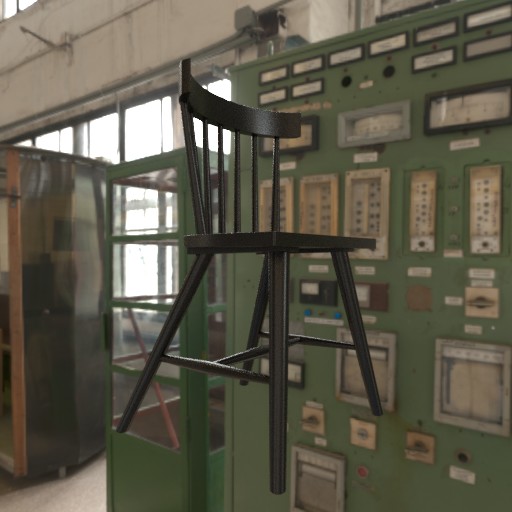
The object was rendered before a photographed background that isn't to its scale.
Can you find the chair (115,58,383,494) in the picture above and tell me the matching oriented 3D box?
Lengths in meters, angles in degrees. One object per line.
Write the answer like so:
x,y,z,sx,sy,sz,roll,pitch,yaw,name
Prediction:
0.000,0.000,1.124,0.483,0.844,0.506,0,0,37,chair
